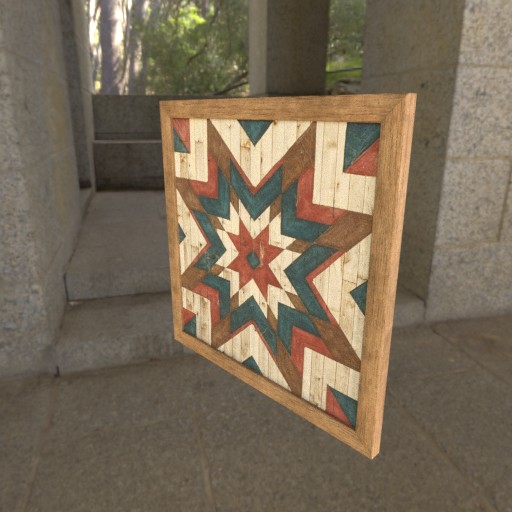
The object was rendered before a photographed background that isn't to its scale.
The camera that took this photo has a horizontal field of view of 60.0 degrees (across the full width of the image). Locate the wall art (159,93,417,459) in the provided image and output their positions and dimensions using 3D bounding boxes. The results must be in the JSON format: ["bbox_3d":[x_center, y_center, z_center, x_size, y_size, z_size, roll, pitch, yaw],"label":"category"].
[{"bbox_3d":[0.000,0.000,1.028,0.029,0.691,0.695,-17,24,-41],"label":"wall art"}]
